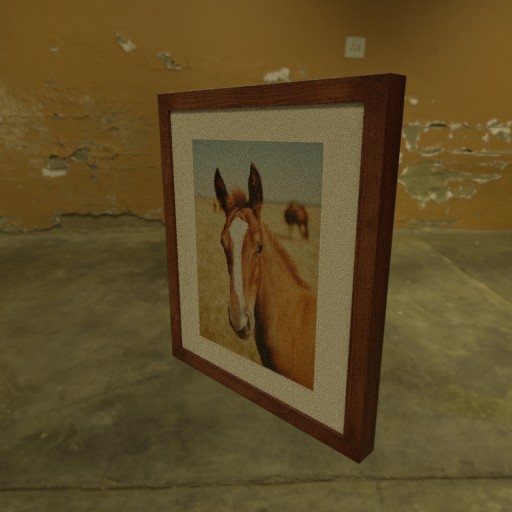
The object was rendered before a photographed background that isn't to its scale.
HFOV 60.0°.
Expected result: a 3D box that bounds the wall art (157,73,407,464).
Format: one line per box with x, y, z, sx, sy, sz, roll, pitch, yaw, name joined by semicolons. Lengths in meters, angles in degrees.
0.000;0.000;0.532;0.330;0.381;0.030;15;22;42;wall art
